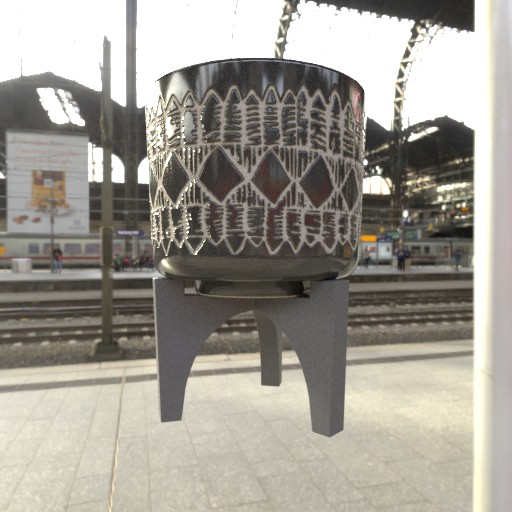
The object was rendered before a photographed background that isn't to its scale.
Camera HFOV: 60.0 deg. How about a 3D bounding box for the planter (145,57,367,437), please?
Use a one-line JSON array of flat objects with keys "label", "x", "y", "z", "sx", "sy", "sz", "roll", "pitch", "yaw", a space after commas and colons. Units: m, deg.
[{"label": "planter", "x": 0.000, "y": 0.000, "z": 0.516, "sx": 0.251, "sy": 0.355, "sz": 0.251, "roll": 0, "pitch": 0, "yaw": -17}]
